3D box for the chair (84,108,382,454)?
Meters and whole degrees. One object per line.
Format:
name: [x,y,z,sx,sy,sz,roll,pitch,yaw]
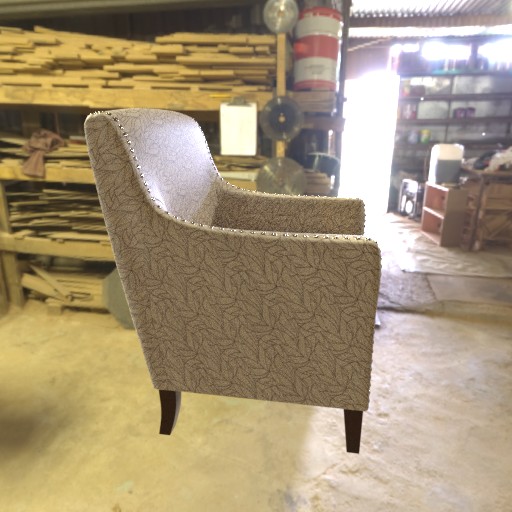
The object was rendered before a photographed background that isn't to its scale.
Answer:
chair: [0.000,0.000,1.291,0.651,0.816,0.623,3,17,10]
